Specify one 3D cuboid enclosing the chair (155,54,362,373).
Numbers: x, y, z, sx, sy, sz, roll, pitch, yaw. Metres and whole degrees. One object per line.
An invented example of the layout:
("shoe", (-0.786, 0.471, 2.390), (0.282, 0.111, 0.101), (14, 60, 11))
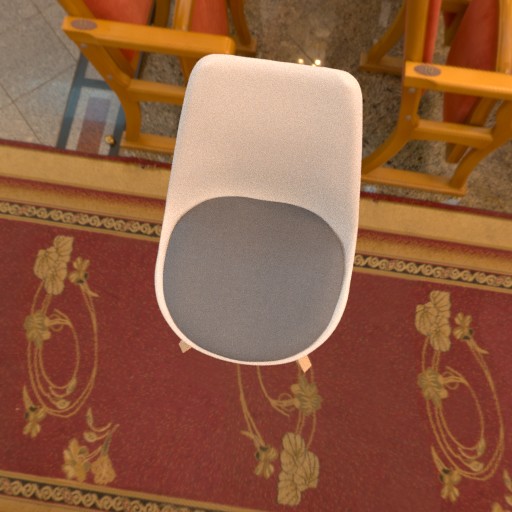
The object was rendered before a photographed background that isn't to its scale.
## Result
("chair", (0.000, 0.000, 1.153), (0.485, 0.850, 0.550), (9, 76, 2))
